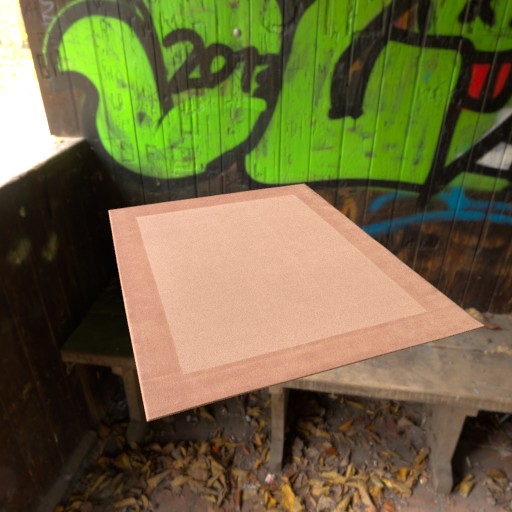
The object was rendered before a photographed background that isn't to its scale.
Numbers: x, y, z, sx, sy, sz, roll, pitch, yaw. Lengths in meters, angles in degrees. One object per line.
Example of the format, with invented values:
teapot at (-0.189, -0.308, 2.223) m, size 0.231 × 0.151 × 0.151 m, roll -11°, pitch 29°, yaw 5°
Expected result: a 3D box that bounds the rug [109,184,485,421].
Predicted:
rug at (0.000, 0.000, 4.097) m, size 2.431 × 0.021 × 3.057 m, roll -10°, pitch 32°, yaw -17°
